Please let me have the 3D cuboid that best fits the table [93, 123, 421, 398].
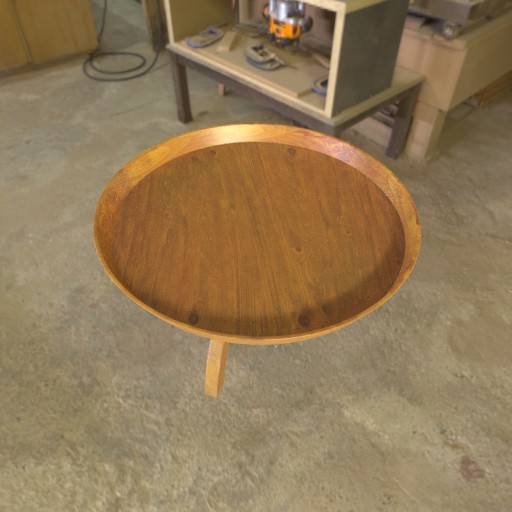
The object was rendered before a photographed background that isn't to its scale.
[{"bbox_3d":[0.000,0.000,1.566,1.016,0.470,1.016,0,46,0],"label":"table"}]
